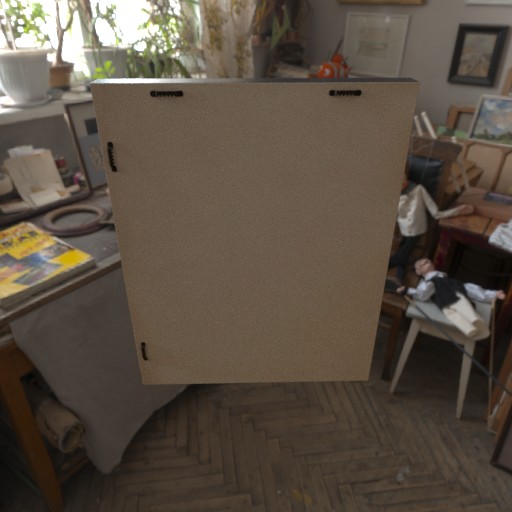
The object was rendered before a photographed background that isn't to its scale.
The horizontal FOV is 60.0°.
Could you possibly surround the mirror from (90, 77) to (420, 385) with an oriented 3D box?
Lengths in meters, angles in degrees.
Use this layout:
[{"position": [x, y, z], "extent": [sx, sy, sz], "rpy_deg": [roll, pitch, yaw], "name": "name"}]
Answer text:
[{"position": [0.000, 0.000, 0.683], "extent": [0.405, 0.508, 0.041], "rpy_deg": [-1, 30, -1], "name": "mirror"}]
